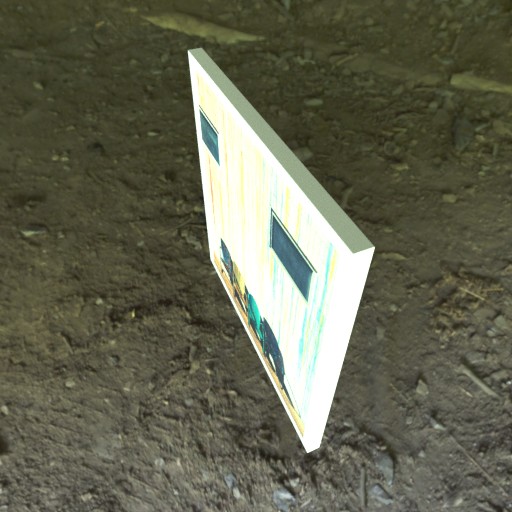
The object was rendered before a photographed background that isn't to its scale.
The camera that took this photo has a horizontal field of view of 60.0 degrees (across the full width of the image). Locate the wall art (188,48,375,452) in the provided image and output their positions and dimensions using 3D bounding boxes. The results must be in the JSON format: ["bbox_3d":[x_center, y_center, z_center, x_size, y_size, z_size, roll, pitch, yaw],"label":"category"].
[{"bbox_3d":[0.000,0.000,1.137,0.036,0.760,0.760,-18,49,-16],"label":"wall art"}]
